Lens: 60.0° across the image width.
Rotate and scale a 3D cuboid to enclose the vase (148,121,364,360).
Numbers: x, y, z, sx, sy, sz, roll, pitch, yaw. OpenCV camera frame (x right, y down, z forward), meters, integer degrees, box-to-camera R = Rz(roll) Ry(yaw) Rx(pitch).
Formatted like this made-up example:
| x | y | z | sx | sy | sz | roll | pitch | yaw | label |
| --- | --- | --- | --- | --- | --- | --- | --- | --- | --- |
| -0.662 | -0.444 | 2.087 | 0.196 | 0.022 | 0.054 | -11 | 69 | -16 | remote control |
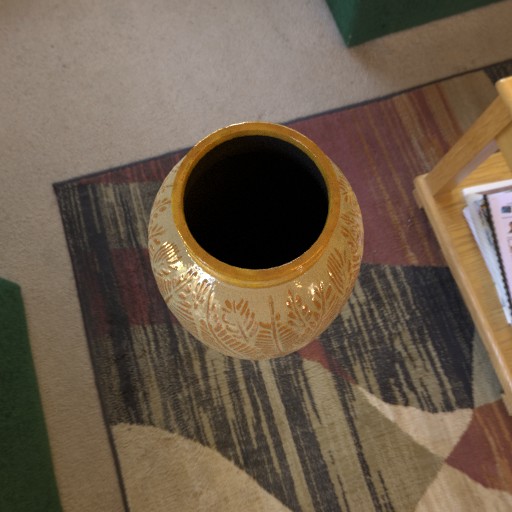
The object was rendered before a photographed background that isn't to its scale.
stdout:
| x | y | z | sx | sy | sz | roll | pitch | yaw | label |
| --- | --- | --- | --- | --- | --- | --- | --- | --- | --- |
| 0.000 | 0.000 | 0.380 | 0.172 | 0.270 | 0.172 | 0 | 76 | 0 | vase |
